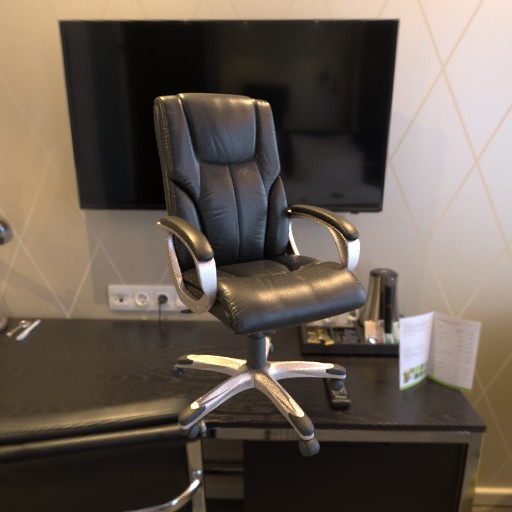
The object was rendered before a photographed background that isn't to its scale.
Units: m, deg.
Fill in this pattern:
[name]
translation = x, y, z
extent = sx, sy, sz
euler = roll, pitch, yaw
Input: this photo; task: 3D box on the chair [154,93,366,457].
[chair]
translation = 0.000, 0.000, 1.589
extent = 0.700, 1.145, 0.780
euler = -8, 17, -27
